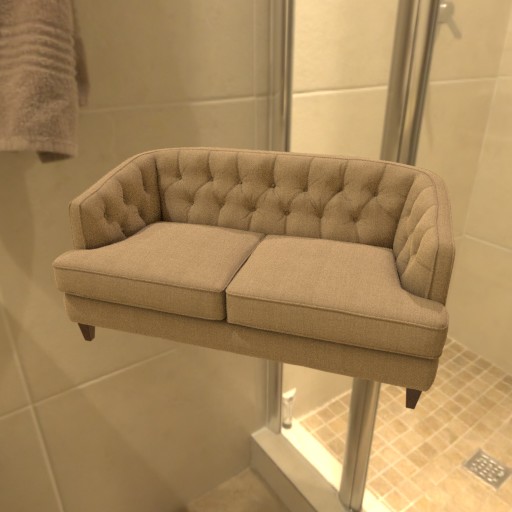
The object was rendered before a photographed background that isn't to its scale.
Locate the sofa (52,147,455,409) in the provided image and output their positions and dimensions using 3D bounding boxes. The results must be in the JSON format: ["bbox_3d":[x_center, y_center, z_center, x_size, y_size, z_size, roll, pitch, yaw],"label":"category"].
[{"bbox_3d":[0.000,0.000,2.202,1.733,0.855,0.941,8,26,16],"label":"sofa"}]
